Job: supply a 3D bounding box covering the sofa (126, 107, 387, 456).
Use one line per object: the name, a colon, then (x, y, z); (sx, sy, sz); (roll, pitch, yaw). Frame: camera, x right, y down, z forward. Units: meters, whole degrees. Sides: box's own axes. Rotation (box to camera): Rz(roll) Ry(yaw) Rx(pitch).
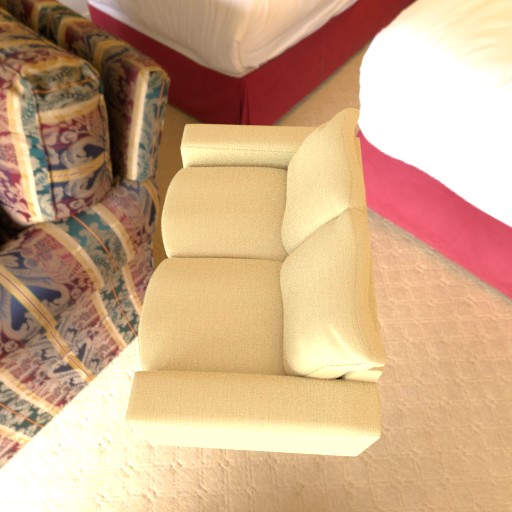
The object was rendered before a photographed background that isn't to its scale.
sofa: (0.000, 0.000, 2.308); (1.091, 0.875, 1.754); (3, 58, 2)
